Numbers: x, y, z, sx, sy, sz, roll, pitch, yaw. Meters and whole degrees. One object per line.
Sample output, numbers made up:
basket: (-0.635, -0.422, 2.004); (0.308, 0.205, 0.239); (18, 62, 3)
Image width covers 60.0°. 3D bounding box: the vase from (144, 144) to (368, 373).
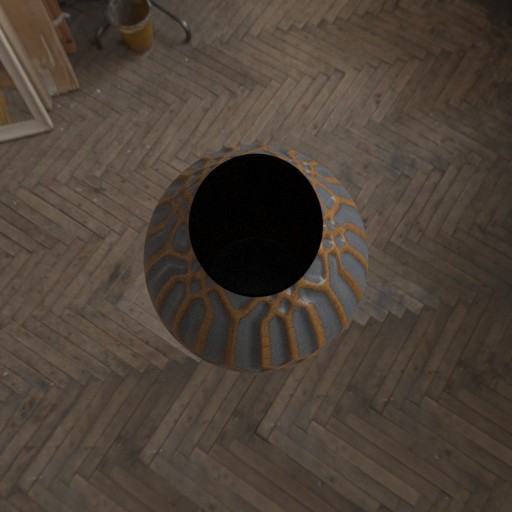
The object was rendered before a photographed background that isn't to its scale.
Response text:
vase: (0.000, 0.000, 0.135); (0.069, 0.088, 0.069); (0, 75, 0)
